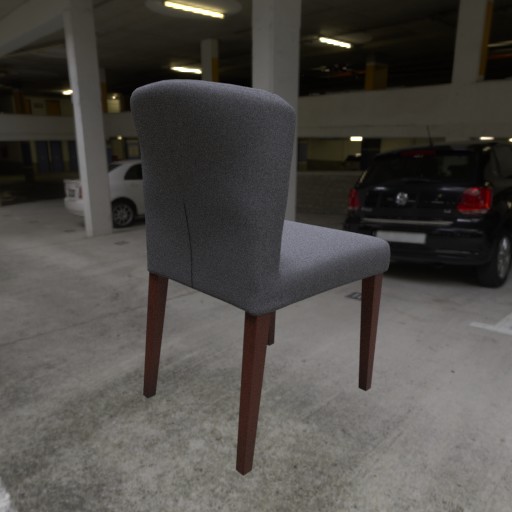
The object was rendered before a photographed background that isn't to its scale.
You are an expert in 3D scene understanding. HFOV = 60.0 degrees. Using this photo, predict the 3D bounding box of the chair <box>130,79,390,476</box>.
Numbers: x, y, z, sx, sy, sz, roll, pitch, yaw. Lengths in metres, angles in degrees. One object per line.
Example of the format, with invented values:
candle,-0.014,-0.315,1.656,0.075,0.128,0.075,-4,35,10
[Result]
chair,0.000,0.000,1.195,0.592,0.839,0.491,-14,20,-41
